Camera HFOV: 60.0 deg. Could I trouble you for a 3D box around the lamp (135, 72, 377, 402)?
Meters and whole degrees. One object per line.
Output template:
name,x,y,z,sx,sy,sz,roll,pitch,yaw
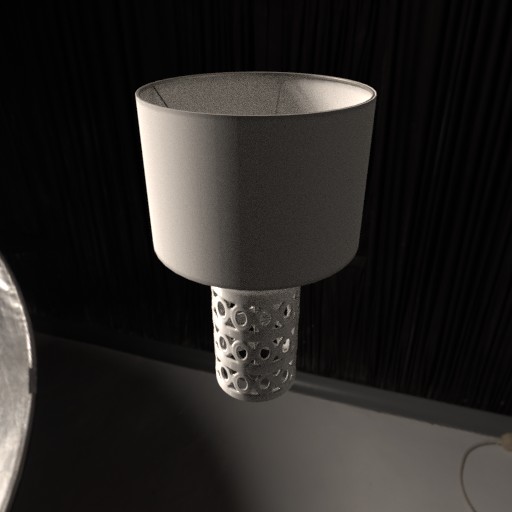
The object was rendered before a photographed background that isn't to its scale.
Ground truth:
lamp,0.000,0.000,0.702,0.310,0.502,0.310,0,30,0
